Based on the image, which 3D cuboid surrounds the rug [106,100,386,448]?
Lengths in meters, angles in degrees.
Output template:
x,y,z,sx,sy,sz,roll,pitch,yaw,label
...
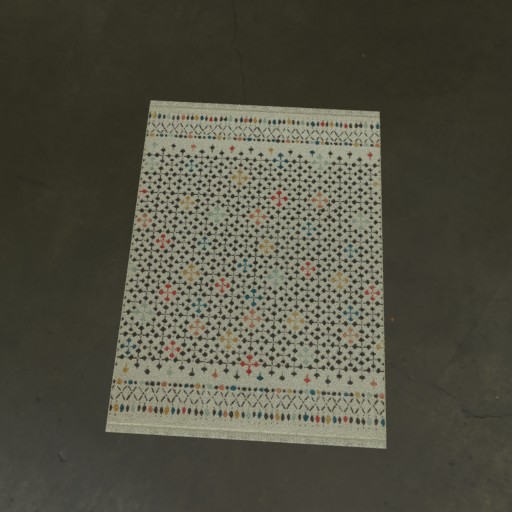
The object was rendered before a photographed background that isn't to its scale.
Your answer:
x,y,z,sx,sy,sz,roll,pitch,yaw,label
0.000,0.000,4.128,2.354,0.007,3.196,3,75,1,rug
